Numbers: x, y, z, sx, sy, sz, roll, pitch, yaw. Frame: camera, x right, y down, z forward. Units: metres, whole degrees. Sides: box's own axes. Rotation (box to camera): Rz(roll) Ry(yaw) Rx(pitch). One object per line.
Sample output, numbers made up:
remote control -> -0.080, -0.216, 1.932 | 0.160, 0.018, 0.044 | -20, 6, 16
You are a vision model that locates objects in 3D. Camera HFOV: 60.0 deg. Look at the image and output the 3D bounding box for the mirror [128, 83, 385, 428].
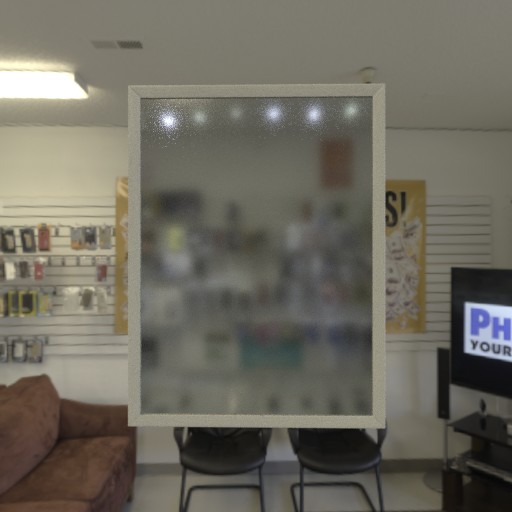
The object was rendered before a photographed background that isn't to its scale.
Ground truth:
mirror -> 0.000, 0.000, 1.333 | 0.762, 1.016, 0.040 | 0, 0, 1
